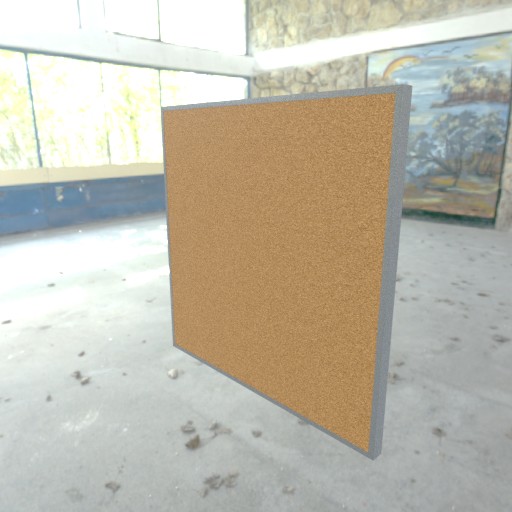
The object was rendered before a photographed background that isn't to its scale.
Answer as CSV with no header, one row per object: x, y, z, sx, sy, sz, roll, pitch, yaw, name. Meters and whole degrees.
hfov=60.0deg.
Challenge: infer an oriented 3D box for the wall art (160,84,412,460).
0.000,0.000,1.203,0.038,0.807,0.809,-14,20,-42,wall art
